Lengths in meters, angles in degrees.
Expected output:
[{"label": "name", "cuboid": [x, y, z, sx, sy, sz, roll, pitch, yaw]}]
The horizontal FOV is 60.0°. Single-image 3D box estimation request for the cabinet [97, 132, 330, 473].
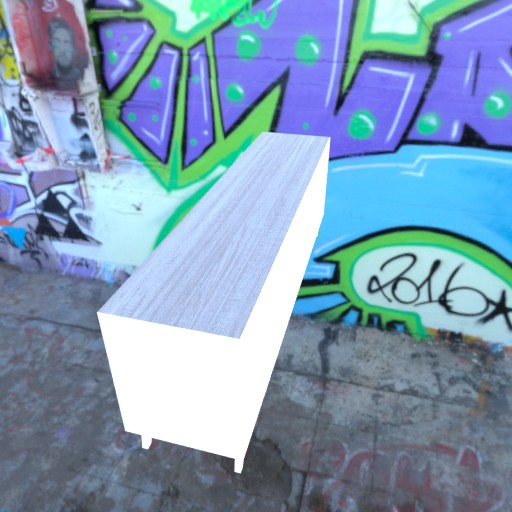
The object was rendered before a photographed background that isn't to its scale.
[{"label": "cabinet", "cuboid": [0.000, 0.000, 2.535, 0.500, 0.780, 2.200, 8, 32, 13]}]
